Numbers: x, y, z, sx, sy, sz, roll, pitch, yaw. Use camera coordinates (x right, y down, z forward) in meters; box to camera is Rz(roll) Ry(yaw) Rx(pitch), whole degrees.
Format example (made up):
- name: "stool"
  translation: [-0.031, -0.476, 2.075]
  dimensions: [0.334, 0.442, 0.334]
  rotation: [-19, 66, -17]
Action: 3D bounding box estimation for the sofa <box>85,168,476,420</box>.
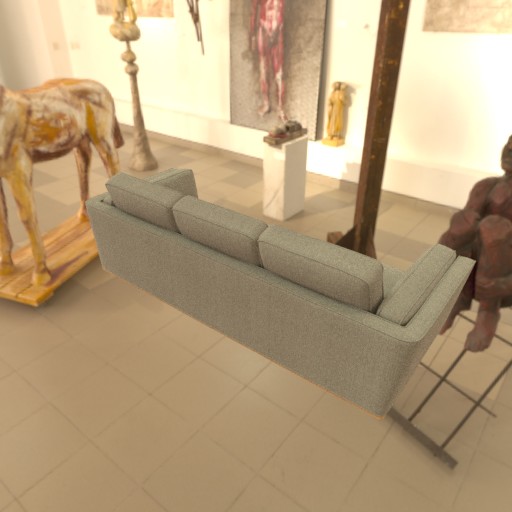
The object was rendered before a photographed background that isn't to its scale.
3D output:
- name: "sofa"
  translation: [0.000, 0.000, 2.837]
  dimensions: [2.362, 0.899, 0.903]
  rotation: [22, 37, 32]
